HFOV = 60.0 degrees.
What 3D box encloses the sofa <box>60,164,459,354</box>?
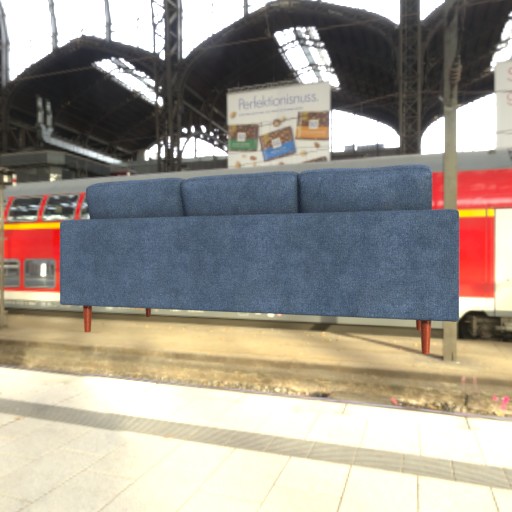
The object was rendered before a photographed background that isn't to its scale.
[{"bbox_3d":[0.000,0.000,2.763,2.246,0.930,0.903,0,0,18],"label":"sofa"}]
